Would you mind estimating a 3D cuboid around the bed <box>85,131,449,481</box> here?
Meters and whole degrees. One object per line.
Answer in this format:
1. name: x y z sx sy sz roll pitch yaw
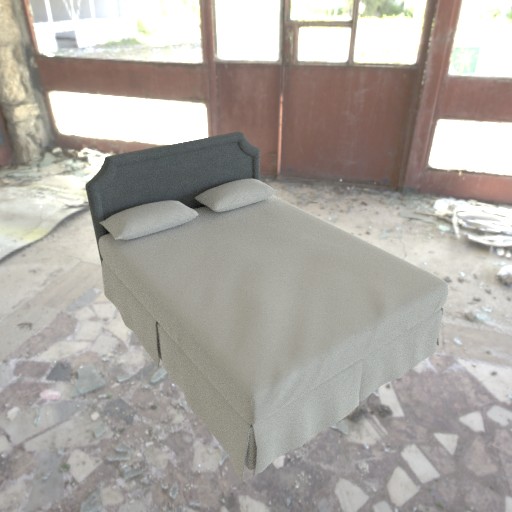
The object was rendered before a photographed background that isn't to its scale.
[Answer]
1. bed: 0.000 0.000 3.611 1.977 1.306 2.464 -21 36 -31
